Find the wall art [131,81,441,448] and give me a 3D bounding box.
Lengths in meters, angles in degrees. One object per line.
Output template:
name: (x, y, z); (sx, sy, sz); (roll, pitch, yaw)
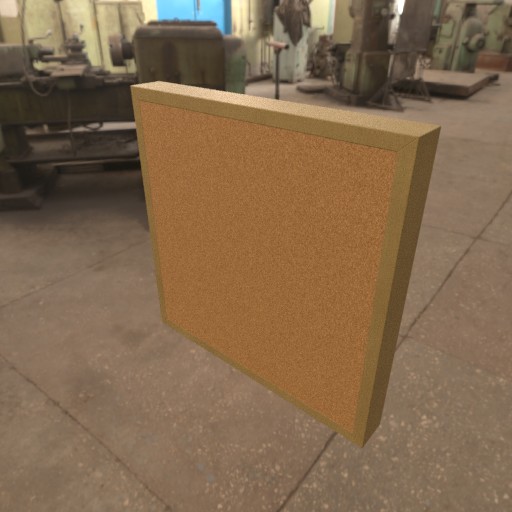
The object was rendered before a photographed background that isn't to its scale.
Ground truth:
wall art: (0.000, 0.000, 0.456); (0.305, 0.305, 0.038); (23, 37, 34)
